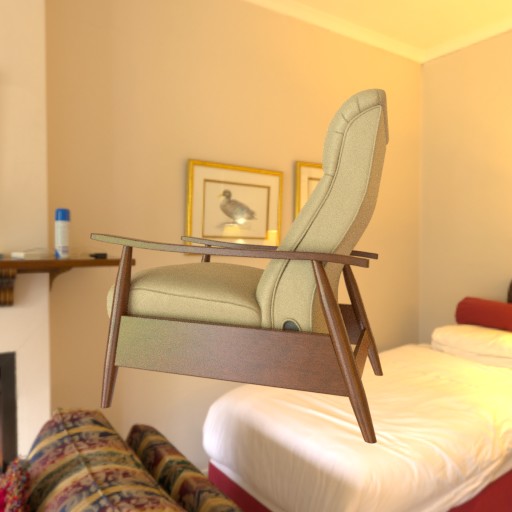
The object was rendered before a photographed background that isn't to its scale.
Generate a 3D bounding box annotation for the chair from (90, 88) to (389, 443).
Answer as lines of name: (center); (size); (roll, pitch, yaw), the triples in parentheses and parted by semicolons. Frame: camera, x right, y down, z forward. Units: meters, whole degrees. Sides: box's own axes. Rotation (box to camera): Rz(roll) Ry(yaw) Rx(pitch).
chair: (0.000, 0.000, 1.790); (1.014, 1.082, 0.762); (1, 2, 17)
